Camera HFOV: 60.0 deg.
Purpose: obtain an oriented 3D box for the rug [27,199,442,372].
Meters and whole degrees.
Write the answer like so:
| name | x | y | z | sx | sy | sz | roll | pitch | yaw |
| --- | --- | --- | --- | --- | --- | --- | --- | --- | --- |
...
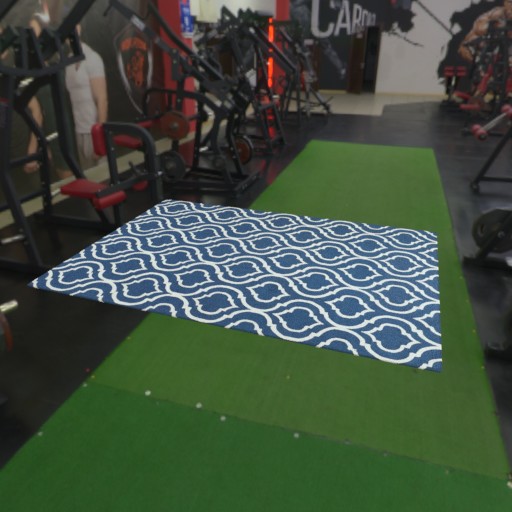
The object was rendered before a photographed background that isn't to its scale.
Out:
| name | x | y | z | sx | sy | sz | roll | pitch | yaw |
| --- | --- | --- | --- | --- | --- | --- | --- | --- | --- |
| rug | 0.000 | 0.000 | 2.758 | 2.134 | 0.010 | 1.524 | 9 | 28 | 17 |
